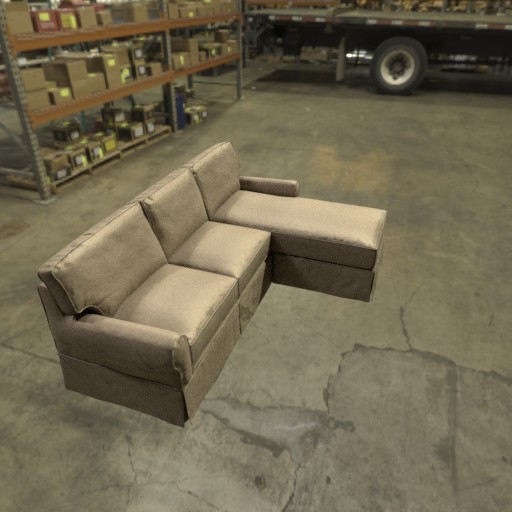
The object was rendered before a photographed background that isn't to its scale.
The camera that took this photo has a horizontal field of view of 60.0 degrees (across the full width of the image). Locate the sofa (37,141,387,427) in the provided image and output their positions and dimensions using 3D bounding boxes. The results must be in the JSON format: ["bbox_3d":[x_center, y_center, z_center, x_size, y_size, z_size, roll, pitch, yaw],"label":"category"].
[{"bbox_3d":[0.000,0.000,3.294,1.733,0.978,2.475,11,33,17],"label":"sofa"}]
